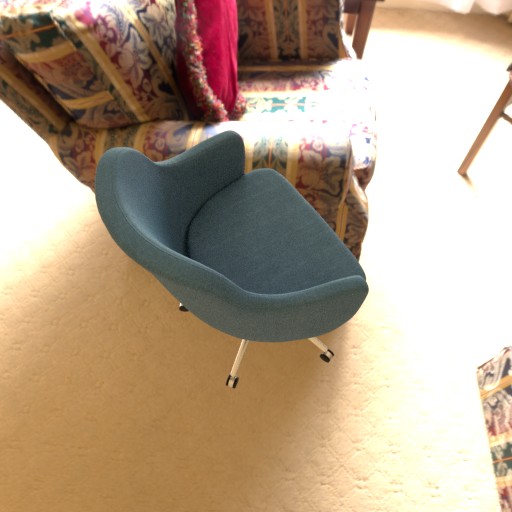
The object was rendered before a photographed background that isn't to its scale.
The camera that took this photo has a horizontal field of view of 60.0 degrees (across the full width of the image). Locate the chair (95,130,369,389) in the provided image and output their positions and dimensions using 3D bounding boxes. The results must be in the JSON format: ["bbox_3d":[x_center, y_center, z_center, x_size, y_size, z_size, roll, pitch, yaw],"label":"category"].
[{"bbox_3d":[0.000,0.000,1.247,0.655,0.820,0.599,-29,63,-16],"label":"chair"}]
